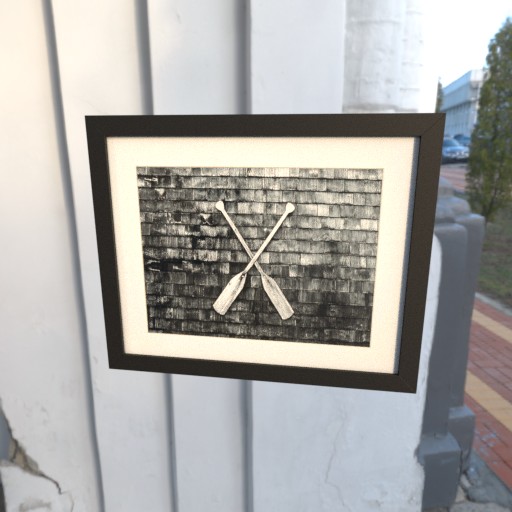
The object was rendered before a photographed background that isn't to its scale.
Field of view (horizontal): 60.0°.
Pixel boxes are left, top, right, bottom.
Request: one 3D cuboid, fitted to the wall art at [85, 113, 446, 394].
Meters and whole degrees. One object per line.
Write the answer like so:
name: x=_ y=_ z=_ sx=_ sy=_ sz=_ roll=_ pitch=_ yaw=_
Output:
wall art: x=0.000 y=0.000 z=0.751 sx=0.558 sy=0.457 sz=0.029 roll=2 pitch=15 yaw=8
